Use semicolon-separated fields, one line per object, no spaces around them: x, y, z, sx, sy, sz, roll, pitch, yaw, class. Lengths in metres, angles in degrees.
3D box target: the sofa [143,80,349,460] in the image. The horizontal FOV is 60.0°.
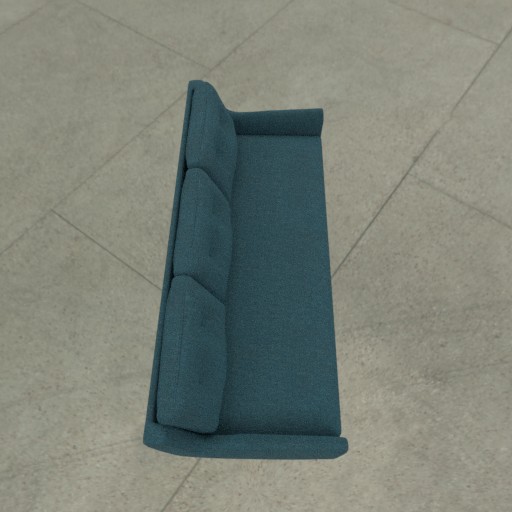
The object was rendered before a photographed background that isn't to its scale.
0.000;0.000;2.482;0.849;0.837;2.060;1;62;0;sofa
